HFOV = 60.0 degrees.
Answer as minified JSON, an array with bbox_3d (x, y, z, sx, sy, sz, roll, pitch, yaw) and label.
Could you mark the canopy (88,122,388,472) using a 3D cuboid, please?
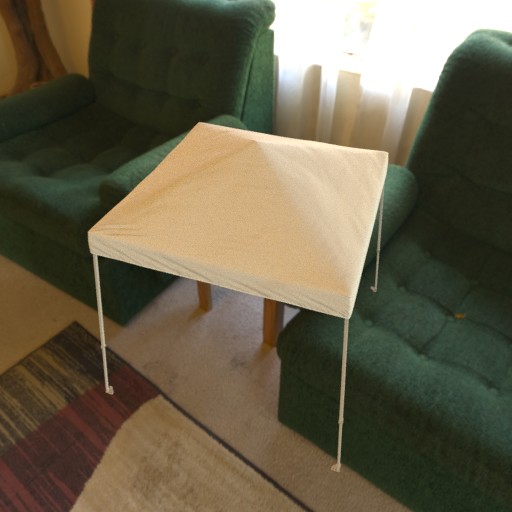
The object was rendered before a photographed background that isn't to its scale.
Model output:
[{"bbox_3d":[0.000,0.000,6.390,3.600,3.600,3.599,13,43,14],"label":"canopy"}]
